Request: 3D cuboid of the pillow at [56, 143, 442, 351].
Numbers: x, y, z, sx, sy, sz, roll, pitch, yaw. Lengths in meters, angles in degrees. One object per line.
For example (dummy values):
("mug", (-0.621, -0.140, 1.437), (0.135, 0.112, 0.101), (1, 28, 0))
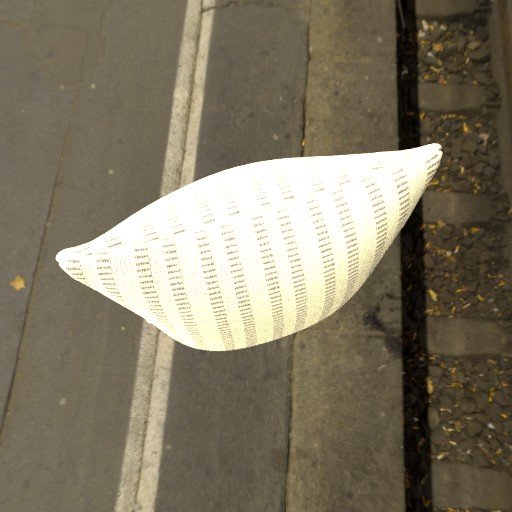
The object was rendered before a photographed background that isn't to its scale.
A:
("pillow", (0.000, 0.000, 0.668), (0.438, 0.419, 0.247), (-17, 75, -5))
